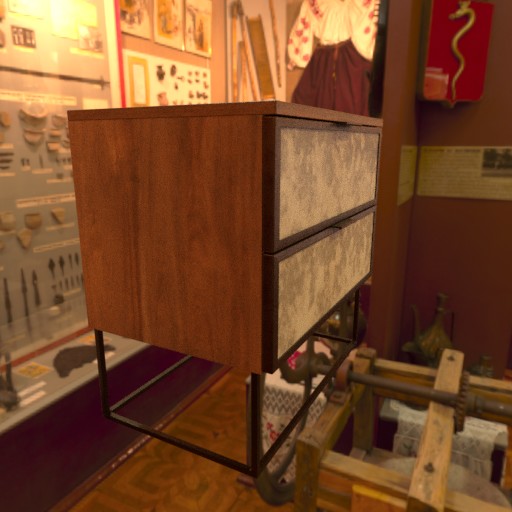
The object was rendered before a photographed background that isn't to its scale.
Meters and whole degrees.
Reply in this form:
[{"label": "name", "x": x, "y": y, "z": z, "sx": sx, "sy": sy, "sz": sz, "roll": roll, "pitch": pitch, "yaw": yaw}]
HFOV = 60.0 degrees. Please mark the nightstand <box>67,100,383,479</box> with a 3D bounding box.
[{"label": "nightstand", "x": 0.000, "y": 0.000, "z": 1.010, "sx": 0.427, "sy": 0.611, "sz": 0.605, "roll": 8, "pitch": 16, "yaw": 28}]
